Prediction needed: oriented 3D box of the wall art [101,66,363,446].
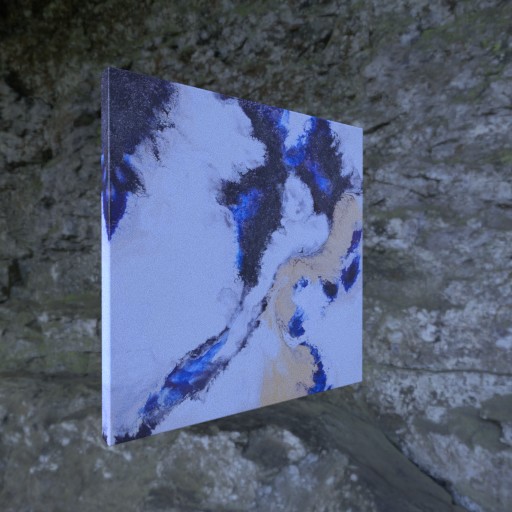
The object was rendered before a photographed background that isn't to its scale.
[{"bbox_3d":[0.000,0.000,0.901,0.609,0.609,0.039,0,1,-36],"label":"wall art"}]
